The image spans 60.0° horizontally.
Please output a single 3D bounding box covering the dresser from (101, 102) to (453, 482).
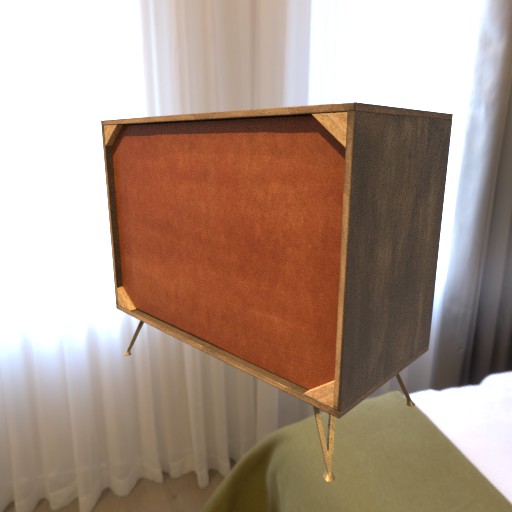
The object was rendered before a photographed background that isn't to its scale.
[{"bbox_3d":[0.000,0.000,1.342,0.923,0.801,0.453,13,19,42],"label":"dresser"}]
